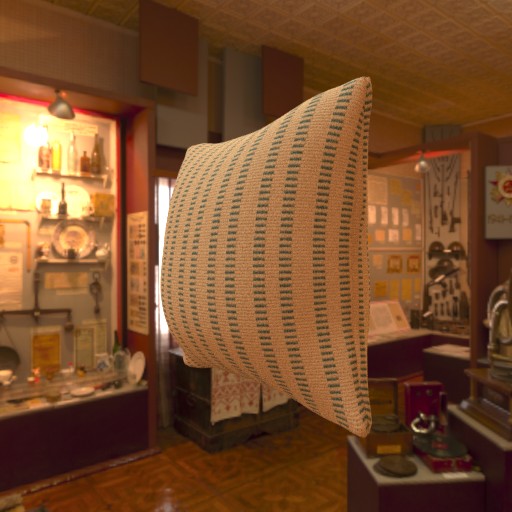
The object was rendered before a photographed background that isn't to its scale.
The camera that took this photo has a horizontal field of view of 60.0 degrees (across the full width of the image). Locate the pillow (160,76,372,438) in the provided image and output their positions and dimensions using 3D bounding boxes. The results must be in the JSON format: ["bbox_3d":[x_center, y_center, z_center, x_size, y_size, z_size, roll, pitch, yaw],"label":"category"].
[{"bbox_3d":[0.000,0.000,0.682,0.247,0.419,0.438,0,0,-37],"label":"pillow"}]
